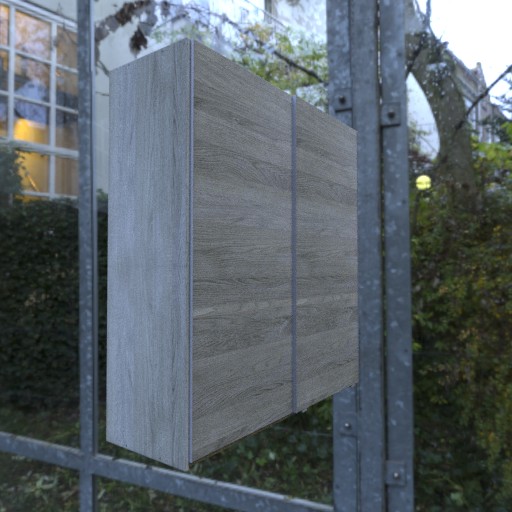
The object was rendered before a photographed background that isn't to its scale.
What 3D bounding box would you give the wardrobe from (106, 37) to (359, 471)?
[{"bbox_3d":[0.000,0.000,2.867,0.629,1.960,1.780,-1,-2,37],"label":"wardrobe"}]
